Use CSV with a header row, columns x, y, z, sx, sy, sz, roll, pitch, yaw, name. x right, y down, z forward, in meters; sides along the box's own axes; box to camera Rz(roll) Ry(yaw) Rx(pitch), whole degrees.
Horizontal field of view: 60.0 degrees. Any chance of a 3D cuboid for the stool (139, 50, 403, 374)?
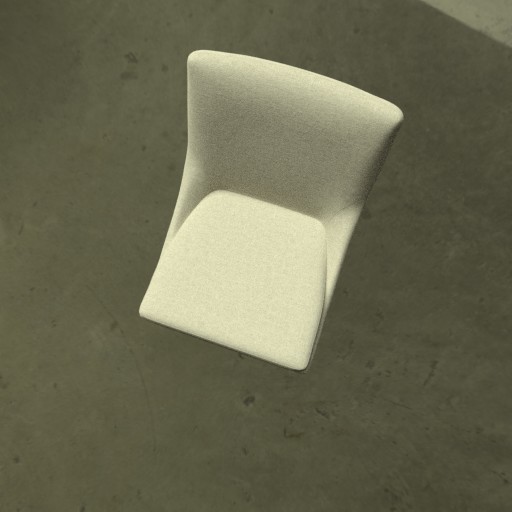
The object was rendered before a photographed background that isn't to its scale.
x,y,z,sx,sy,sz,roll,pitch,yaw,name
0.000,0.000,1.291,0.469,0.991,0.559,18,76,5,stool
